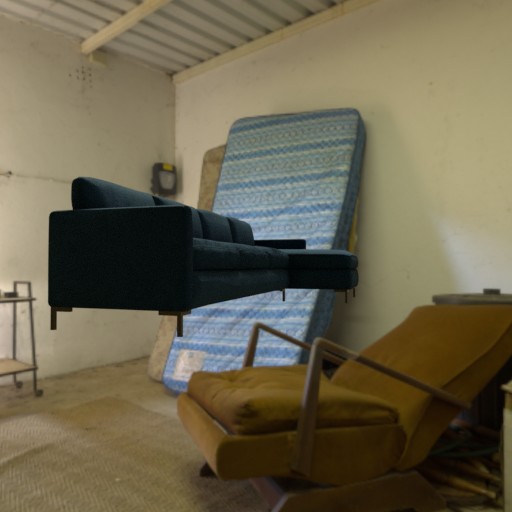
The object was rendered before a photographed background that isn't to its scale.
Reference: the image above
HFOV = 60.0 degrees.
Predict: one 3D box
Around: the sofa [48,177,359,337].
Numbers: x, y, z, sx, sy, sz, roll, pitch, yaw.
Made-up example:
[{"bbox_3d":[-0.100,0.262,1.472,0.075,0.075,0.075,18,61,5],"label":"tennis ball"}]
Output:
[{"bbox_3d":[0.000,0.000,3.443,1.350,0.810,2.932,0,-1,18],"label":"sofa"}]
